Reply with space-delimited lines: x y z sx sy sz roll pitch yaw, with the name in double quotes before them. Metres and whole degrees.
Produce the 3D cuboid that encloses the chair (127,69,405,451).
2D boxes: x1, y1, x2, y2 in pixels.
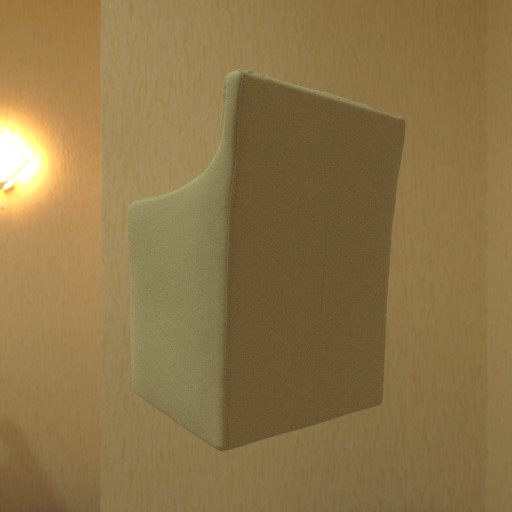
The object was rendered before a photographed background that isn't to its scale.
"chair" 0.000 0.000 1.394 0.626 0.914 0.694 0 0 -36
